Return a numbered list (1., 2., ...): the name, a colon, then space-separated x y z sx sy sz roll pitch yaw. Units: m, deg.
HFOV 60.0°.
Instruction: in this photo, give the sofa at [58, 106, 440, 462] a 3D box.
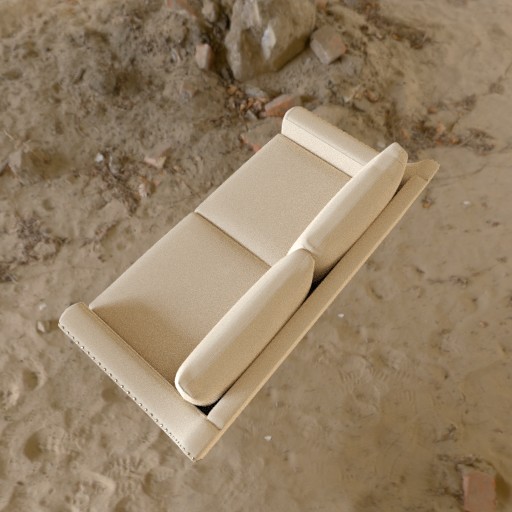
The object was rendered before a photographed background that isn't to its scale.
1. sofa: 0.000 0.000 2.320 0.949 0.830 1.812 37 68 18
